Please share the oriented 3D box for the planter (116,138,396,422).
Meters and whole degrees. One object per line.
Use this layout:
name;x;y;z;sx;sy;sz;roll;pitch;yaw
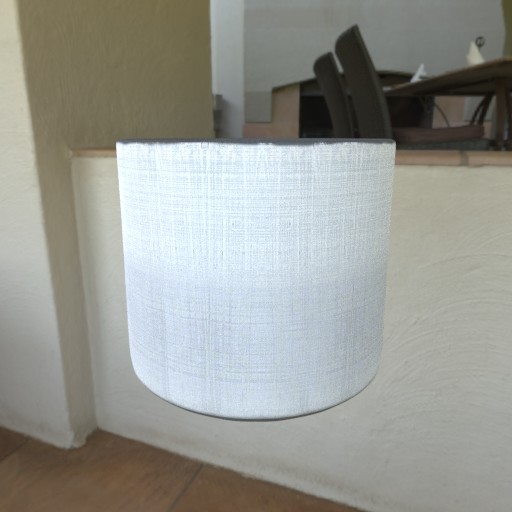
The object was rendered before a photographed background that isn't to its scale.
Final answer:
planter;0.000;0.000;0.392;0.226;0.201;0.226;0;15;0
